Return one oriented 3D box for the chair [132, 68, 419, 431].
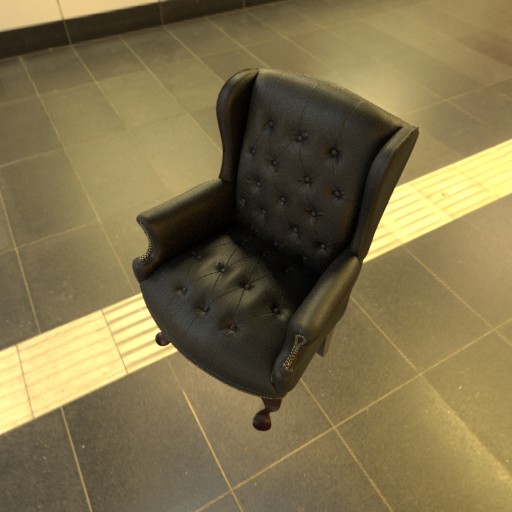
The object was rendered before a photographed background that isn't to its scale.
[{"bbox_3d":[0.000,0.000,1.691,0.831,1.133,0.822,33,56,26],"label":"chair"}]
